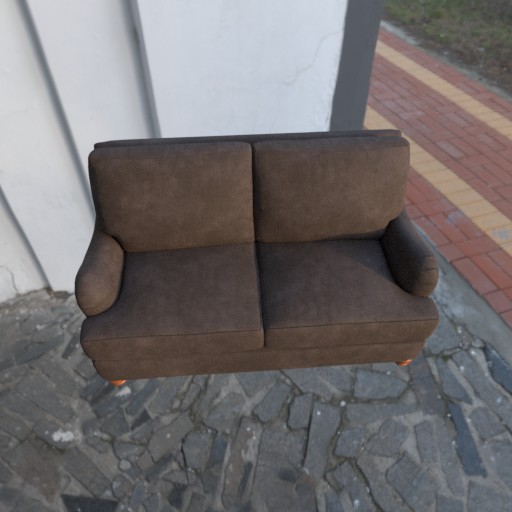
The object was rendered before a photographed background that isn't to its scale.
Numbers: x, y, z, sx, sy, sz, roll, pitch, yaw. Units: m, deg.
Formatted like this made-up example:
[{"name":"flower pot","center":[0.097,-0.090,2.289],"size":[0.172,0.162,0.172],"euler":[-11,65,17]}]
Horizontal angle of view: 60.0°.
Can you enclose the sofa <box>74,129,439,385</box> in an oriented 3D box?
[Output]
[{"name":"sofa","center":[0.000,0.000,2.533],"size":[1.853,1.101,1.084],"euler":[-3,46,-3]}]
